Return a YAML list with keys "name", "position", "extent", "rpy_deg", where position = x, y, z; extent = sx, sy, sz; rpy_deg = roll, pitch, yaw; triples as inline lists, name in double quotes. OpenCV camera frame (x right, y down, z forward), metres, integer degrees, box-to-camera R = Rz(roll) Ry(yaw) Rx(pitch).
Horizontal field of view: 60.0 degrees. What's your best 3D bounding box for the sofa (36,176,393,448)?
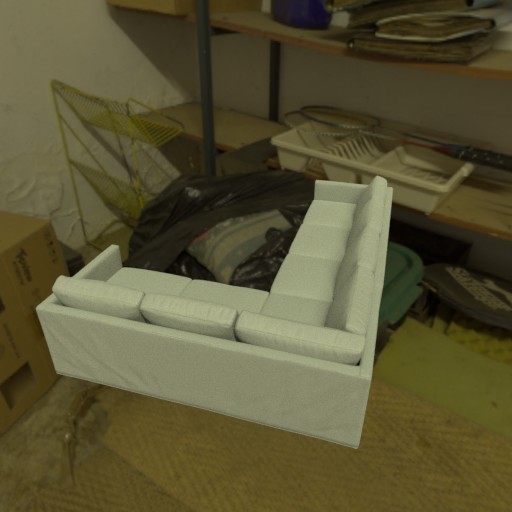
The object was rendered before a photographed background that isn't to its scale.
- name: "sofa"
  position: [0.000, 0.000, 4.365]
  extent: [2.432, 0.871, 3.182]
  rpy_deg: [9, 32, 15]
